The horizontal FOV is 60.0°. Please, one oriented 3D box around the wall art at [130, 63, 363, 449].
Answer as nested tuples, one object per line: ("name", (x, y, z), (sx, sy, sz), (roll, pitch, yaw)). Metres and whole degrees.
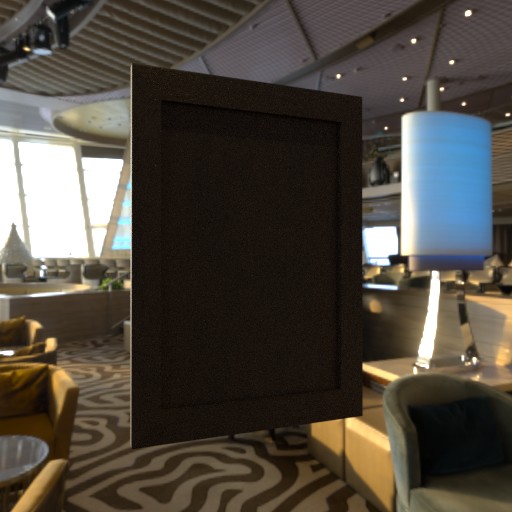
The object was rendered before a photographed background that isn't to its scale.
("wall art", (0.000, 0.000, 0.659), (0.359, 0.513, 0.017), (0, 0, -20))
